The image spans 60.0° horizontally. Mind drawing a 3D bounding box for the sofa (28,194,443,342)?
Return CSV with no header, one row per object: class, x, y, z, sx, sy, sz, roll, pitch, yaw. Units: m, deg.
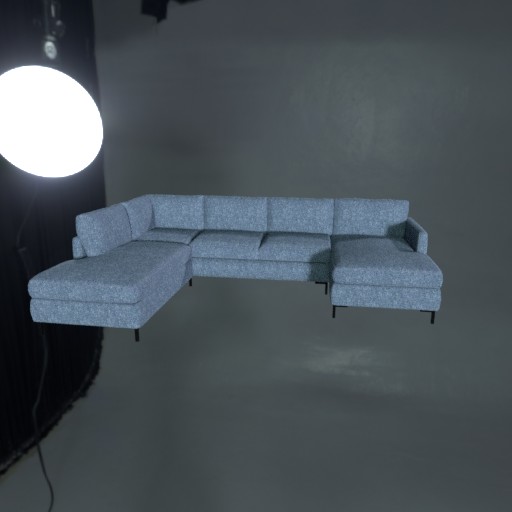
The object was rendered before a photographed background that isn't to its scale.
sofa,0.000,0.000,3.548,2.737,0.756,1.879,2,15,9
